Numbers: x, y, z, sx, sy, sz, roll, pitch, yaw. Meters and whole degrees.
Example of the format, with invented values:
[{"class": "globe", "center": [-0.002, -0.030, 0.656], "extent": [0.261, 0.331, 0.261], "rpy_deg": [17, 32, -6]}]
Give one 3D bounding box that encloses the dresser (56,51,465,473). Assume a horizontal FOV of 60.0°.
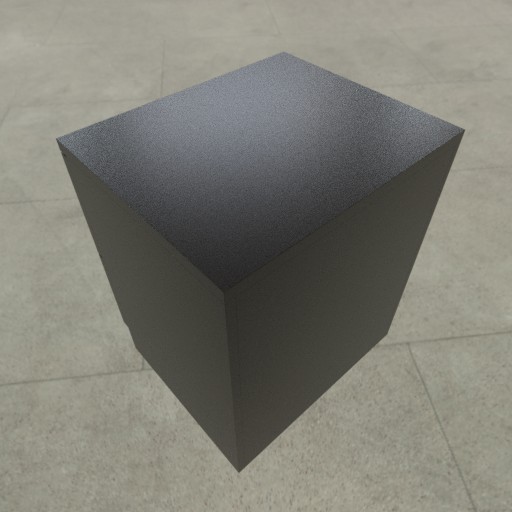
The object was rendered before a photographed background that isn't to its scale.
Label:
[{"class": "dresser", "center": [0.000, 0.000, 0.739], "extent": [0.400, 0.470, 0.360], "rpy_deg": [-33, 55, -28]}]
